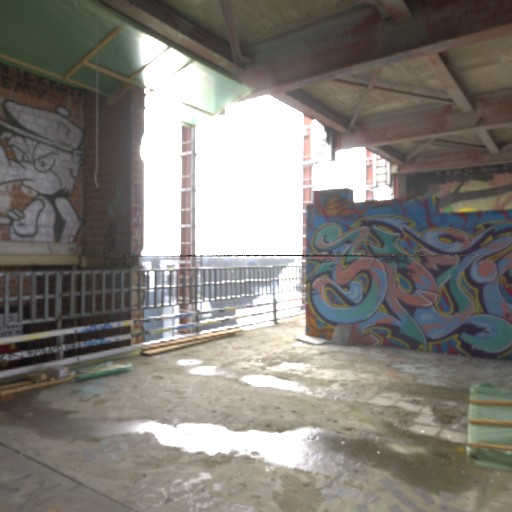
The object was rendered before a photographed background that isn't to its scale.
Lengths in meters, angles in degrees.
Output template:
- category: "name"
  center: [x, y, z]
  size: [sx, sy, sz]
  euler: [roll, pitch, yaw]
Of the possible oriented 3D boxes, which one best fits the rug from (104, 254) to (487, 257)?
- category: "rug"
  center: [0.000, 0.000, 3.070]
  size: [1.524, 0.008, 2.438]
  euler: [0, 0, -35]
